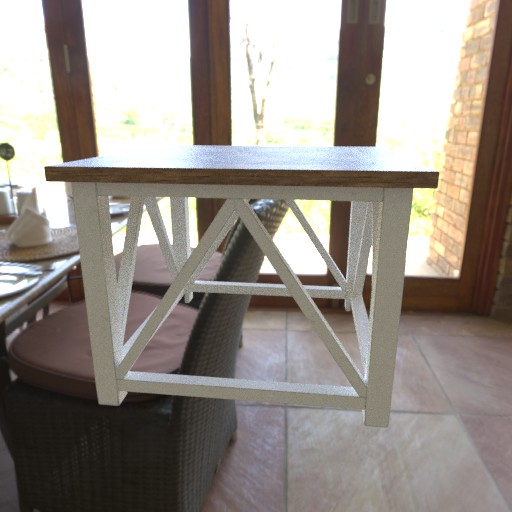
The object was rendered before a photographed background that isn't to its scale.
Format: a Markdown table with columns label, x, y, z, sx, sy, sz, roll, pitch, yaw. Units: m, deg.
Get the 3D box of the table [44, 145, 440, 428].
| label | x | y | z | sx | sy | sz | roll | pitch | yaw |
| --- | --- | --- | --- | --- | --- | --- | --- | --- | --- |
| table | 0.000 | 0.000 | 1.183 | 0.700 | 0.532 | 0.700 | 2 | 17 | 7 |
